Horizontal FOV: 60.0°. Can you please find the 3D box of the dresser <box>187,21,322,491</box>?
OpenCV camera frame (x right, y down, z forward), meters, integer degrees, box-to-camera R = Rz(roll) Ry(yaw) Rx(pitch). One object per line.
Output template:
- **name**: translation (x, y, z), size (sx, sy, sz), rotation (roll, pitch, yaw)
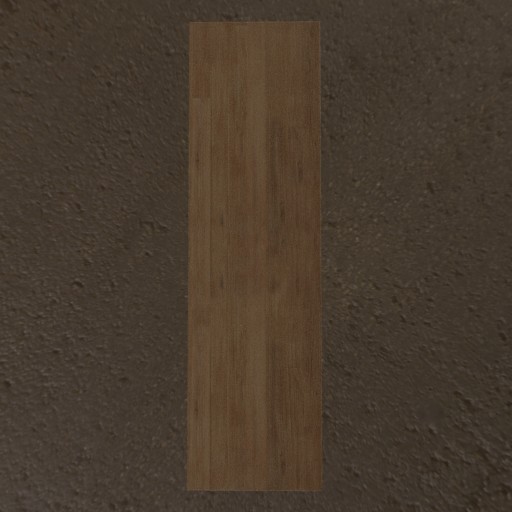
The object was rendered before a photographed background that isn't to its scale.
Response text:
- **dresser**: translation (0.000, 0.000, 1.908), size (0.455, 0.788, 1.602), rotation (0, 88, 1)
